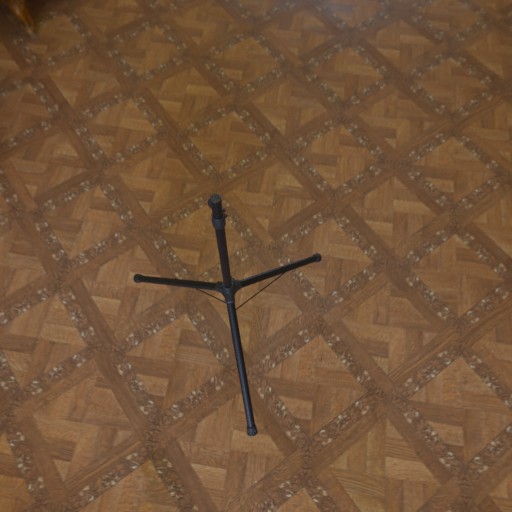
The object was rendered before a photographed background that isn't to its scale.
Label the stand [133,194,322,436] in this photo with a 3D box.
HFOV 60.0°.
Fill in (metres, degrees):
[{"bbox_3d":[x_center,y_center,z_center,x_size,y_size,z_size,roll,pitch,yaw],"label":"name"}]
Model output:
[{"bbox_3d":[0.000,0.000,1.868,0.907,1.136,1.045,-34,68,-16],"label":"stand"}]
